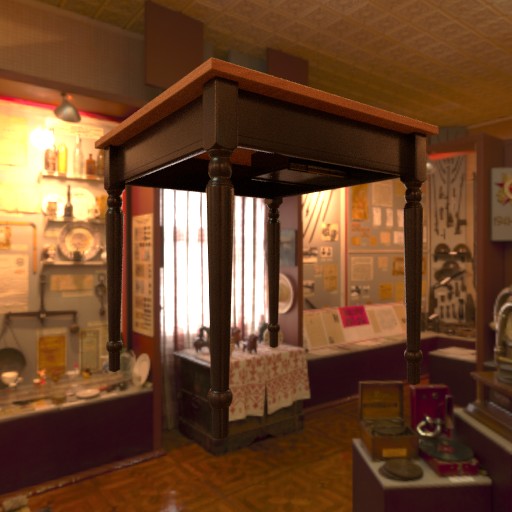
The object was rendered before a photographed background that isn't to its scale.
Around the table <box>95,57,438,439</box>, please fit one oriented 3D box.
[{"bbox_3d":[0.000,0.000,1.347,0.747,0.738,0.747,0,0,-36],"label":"table"}]
